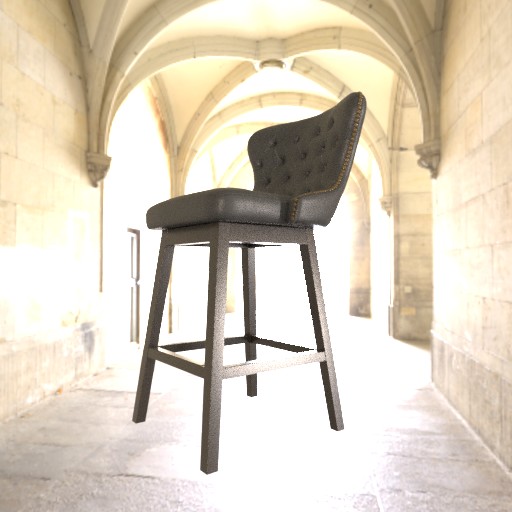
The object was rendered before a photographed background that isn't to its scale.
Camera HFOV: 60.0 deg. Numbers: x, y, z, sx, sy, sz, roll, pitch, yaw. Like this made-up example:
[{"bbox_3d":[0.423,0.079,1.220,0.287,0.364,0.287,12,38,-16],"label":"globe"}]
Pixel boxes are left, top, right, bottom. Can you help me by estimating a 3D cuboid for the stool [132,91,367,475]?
[{"bbox_3d":[0.000,0.000,1.325,0.593,0.971,0.528,1,-2,-37],"label":"stool"}]
